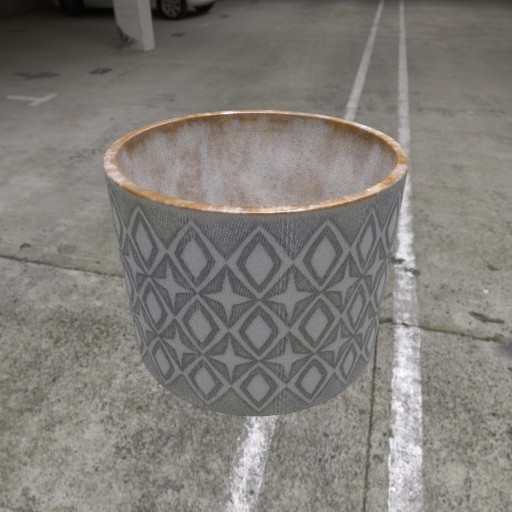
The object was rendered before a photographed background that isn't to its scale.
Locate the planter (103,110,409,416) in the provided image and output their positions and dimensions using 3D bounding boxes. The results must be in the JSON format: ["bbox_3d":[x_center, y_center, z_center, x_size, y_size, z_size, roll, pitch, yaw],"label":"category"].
[{"bbox_3d":[0.000,0.000,0.441,0.255,0.223,0.255,0,32,0],"label":"planter"}]
